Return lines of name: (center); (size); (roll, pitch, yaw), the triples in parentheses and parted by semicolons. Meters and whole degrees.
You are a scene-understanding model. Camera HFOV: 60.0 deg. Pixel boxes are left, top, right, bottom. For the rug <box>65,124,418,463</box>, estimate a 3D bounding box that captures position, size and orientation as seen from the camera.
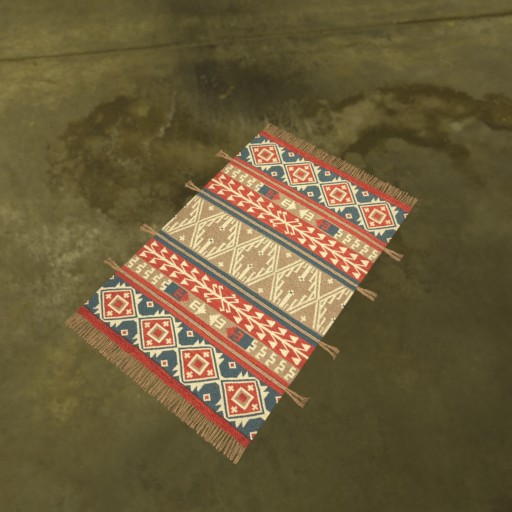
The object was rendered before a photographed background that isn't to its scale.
rug: (0.000, 0.000, 3.312); (1.778, 0.048, 2.450); (32, 64, 18)
